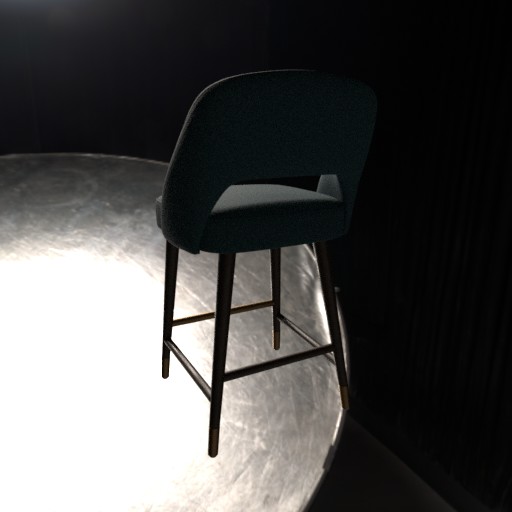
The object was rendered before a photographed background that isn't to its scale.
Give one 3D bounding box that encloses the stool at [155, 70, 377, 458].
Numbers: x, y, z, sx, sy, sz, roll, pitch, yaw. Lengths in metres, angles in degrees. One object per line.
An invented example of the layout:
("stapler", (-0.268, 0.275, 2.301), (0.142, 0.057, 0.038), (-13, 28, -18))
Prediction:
("stool", (0.000, 0.000, 1.268), (0.536, 0.939, 0.522), (-8, 18, -26))
